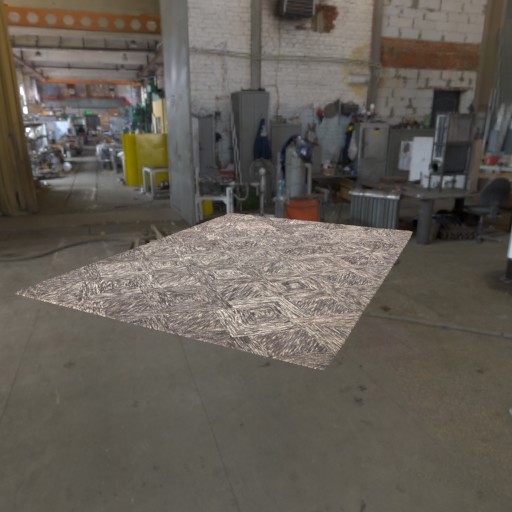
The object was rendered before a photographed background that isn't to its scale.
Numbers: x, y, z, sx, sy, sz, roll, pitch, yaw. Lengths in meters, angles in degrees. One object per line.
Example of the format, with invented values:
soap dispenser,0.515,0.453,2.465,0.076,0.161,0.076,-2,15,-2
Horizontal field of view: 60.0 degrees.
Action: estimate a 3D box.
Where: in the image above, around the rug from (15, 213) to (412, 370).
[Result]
rug,0.000,0.000,5.188,2.997,0.020,4.093,8,19,25
